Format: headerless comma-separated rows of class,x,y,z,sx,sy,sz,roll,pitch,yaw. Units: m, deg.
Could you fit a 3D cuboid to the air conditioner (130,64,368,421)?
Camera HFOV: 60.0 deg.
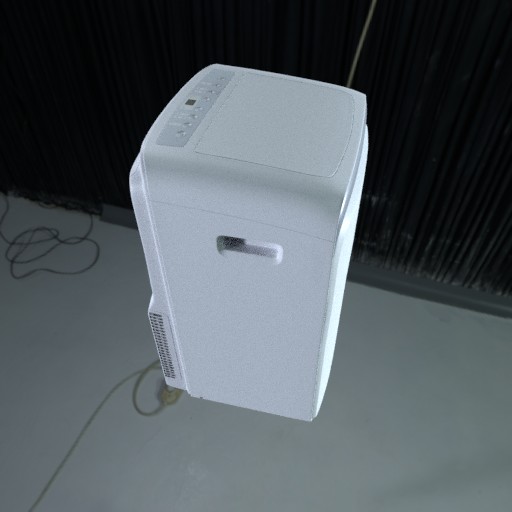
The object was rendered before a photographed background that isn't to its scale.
air conditioner,0.000,0.000,1.083,0.467,0.765,0.478,11,47,10
